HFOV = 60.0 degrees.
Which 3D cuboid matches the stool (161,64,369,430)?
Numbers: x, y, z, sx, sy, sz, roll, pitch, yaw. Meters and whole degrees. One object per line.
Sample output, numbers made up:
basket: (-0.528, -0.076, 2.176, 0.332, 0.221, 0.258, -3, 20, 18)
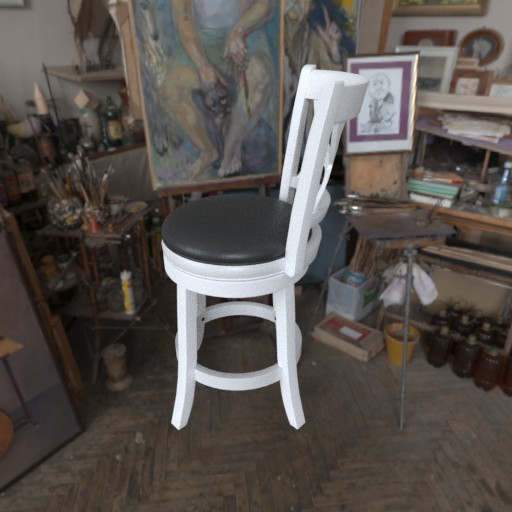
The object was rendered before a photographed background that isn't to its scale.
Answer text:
stool: (0.000, 0.000, 1.236, 0.508, 0.953, 0.444, 0, 27, -1)
